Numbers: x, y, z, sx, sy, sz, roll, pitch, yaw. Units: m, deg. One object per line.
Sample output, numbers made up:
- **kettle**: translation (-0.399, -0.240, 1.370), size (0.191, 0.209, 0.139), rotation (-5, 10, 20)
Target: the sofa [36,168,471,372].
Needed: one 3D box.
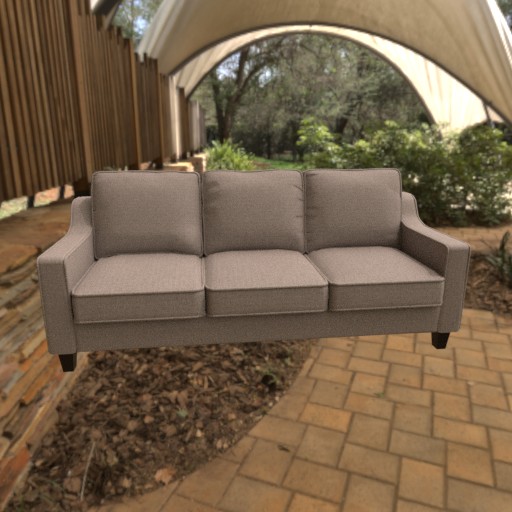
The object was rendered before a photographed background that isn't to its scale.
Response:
- **sofa**: translation (0.000, 0.000, 2.560), size (2.129, 0.950, 0.899), rotation (-2, 16, -7)
